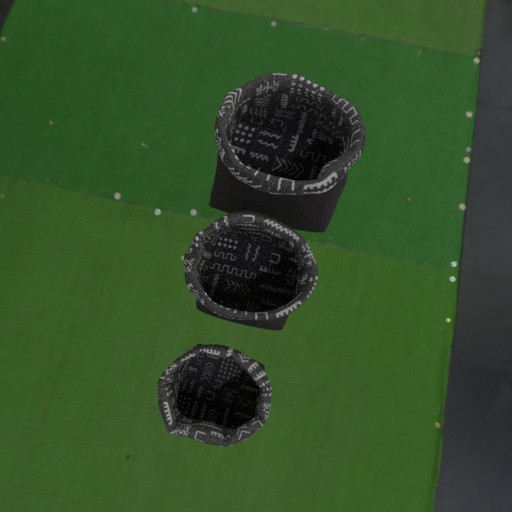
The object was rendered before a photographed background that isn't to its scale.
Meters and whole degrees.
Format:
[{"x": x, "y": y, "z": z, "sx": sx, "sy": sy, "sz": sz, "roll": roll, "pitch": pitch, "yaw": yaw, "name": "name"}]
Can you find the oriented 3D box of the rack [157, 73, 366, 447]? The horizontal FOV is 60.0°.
[{"x": 0.000, "y": 0.000, "z": 1.124, "sx": 0.379, "sy": 0.323, "sz": 0.905, "roll": 15, "pitch": 76, "yaw": 4, "name": "rack"}]
